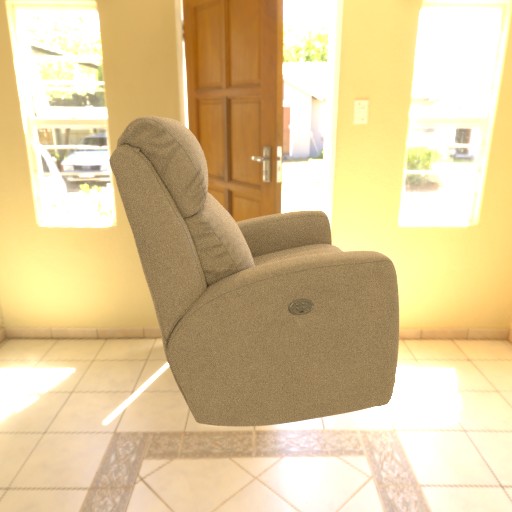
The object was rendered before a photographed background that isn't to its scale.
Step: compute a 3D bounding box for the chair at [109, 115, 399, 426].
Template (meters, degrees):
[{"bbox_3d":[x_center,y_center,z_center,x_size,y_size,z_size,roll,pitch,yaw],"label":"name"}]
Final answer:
[{"bbox_3d":[0.000,0.000,1.694,0.940,1.021,0.794,-3,18,-9],"label":"chair"}]
